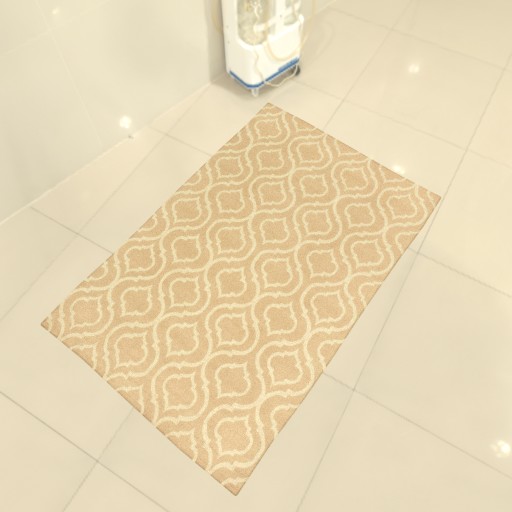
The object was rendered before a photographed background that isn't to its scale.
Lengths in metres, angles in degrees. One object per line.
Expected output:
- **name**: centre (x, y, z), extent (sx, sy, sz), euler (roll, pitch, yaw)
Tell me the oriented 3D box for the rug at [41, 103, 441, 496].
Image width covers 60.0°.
- **rug**: centre (0.000, 0.000, 2.179), extent (1.152, 0.013, 1.761), euler (34, 67, 16)
